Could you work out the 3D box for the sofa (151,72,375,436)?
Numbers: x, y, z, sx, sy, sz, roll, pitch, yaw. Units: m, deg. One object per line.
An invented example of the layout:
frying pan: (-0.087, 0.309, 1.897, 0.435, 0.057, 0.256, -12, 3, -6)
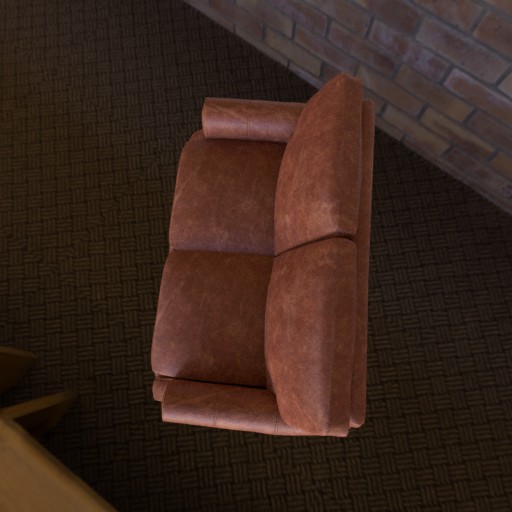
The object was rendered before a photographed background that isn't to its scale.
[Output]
sofa: (0.000, 0.000, 2.204, 0.990, 0.967, 1.616, 5, 76, 1)
